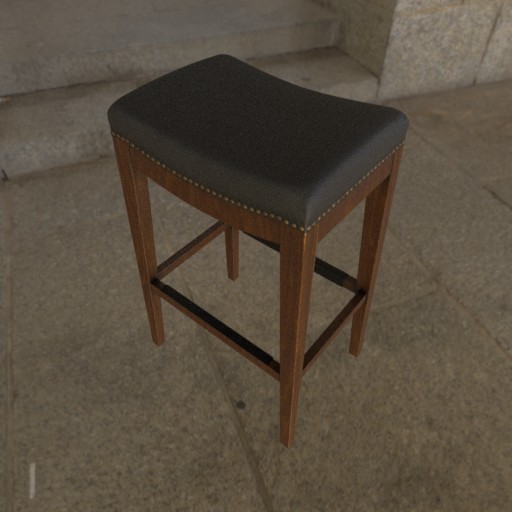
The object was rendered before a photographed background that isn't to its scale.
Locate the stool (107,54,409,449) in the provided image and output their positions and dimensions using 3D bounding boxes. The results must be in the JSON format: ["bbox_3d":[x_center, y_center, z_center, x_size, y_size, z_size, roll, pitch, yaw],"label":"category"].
[{"bbox_3d":[0.000,0.000,1.043,0.500,0.765,0.361,30,52,27],"label":"stool"}]
